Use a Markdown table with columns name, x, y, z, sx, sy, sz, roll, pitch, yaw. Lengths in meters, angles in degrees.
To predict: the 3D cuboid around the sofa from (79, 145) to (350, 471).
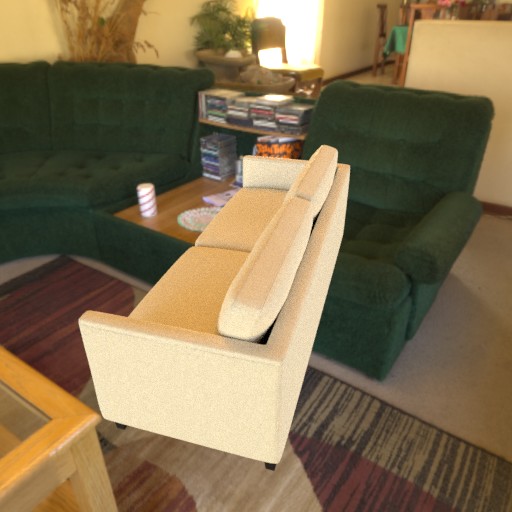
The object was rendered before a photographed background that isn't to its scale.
| name | x | y | z | sx | sy | sz | roll | pitch | yaw |
| --- | --- | --- | --- | --- | --- | --- | --- | --- | --- |
| sofa | 0.000 | 0.000 | 2.933 | 0.948 | 0.965 | 2.434 | 9 | 32 | 14 |
